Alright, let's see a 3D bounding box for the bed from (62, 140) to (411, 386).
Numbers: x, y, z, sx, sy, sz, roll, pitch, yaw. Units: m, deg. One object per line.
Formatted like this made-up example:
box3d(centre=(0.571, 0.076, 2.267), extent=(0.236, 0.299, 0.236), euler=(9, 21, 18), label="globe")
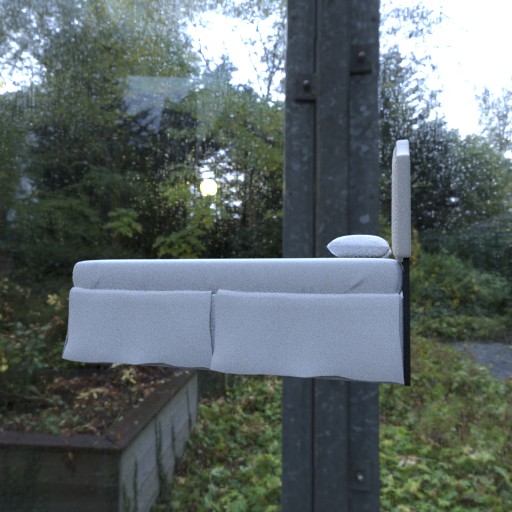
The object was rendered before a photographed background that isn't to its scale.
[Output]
box3d(centre=(0.000, 0.000, 3.077), extent=(1.999, 1.270, 1.558), euler=(-1, -2, 18), label="bed")
